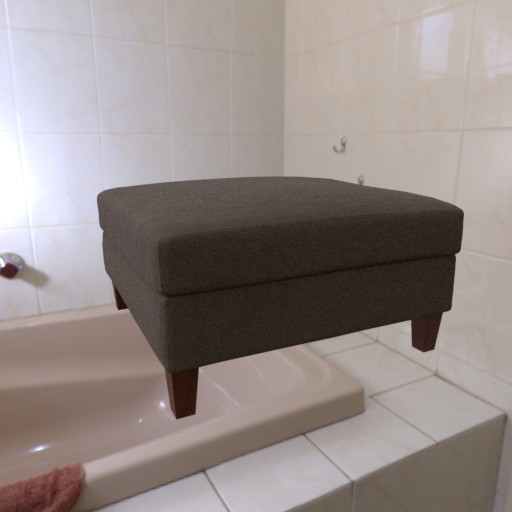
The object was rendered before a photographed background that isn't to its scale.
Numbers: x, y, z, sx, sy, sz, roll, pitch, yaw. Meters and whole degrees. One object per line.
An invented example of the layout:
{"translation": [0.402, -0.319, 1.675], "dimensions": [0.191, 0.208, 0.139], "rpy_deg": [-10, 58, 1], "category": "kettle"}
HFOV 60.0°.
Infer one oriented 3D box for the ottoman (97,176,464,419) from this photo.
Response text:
{"translation": [0.000, 0.000, 1.433], "dimensions": [0.861, 0.482, 0.881], "rpy_deg": [-7, 15, -25], "category": "ottoman"}
